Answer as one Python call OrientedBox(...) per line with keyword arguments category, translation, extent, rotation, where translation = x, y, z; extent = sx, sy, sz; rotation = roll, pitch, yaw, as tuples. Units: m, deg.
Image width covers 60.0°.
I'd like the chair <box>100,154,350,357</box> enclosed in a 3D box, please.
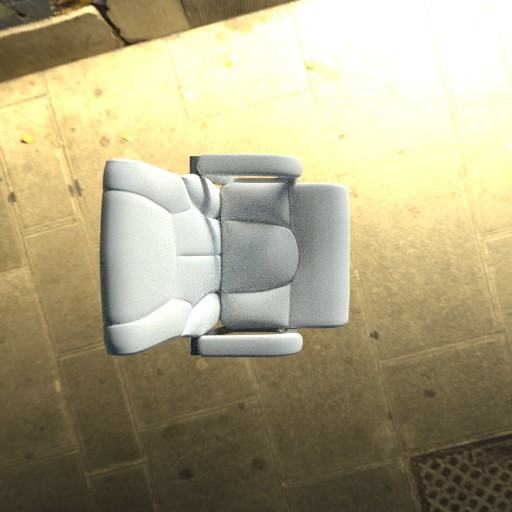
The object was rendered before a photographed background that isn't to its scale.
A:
OrientedBox(category="chair", translation=(0.000, 0.000, 1.585), extent=(0.738, 1.120, 0.687), rotation=(0, 91, 0))
